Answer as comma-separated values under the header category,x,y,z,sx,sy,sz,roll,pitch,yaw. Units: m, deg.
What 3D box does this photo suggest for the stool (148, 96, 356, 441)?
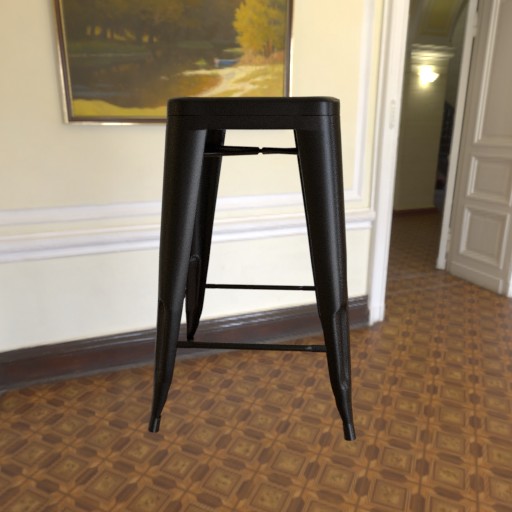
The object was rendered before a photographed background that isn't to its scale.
category,x,y,z,sx,sy,sz,roll,pitch,yaw
stool,0.000,0.000,0.917,0.455,0.609,0.423,-2,17,-7
